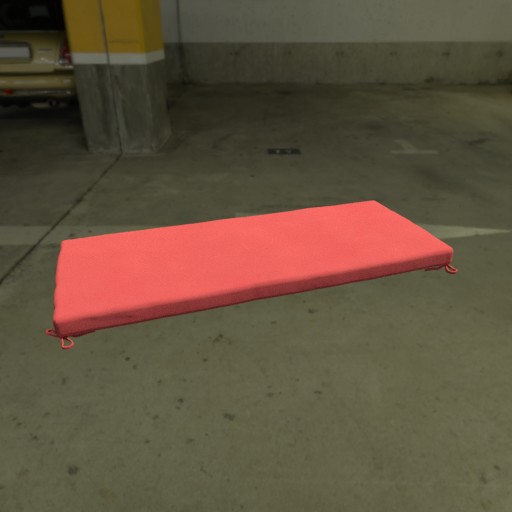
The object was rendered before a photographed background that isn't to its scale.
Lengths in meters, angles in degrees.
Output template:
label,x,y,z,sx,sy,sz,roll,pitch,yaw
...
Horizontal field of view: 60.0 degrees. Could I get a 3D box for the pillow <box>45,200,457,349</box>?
label,x,y,z,sx,sy,sz,roll,pitch,yaw
pillow,0.000,0.000,1.373,1.187,0.081,0.492,-9,29,-17
